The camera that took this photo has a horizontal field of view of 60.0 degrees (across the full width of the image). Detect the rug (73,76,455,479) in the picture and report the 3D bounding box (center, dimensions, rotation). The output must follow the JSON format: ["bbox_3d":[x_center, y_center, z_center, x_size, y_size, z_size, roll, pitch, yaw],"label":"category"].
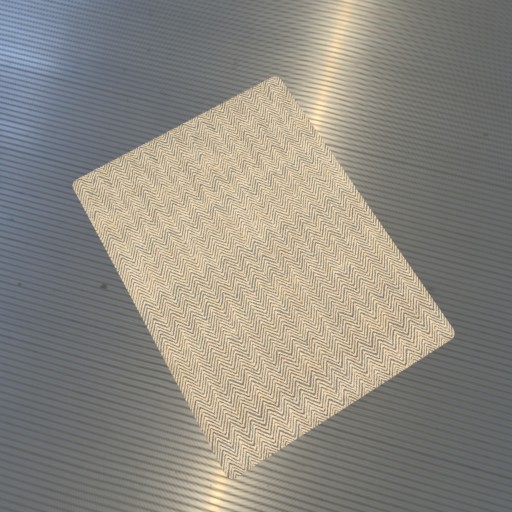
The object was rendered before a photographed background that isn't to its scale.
[{"bbox_3d":[0.000,0.000,4.281,2.439,0.014,3.207,-30,78,-7],"label":"rug"}]
